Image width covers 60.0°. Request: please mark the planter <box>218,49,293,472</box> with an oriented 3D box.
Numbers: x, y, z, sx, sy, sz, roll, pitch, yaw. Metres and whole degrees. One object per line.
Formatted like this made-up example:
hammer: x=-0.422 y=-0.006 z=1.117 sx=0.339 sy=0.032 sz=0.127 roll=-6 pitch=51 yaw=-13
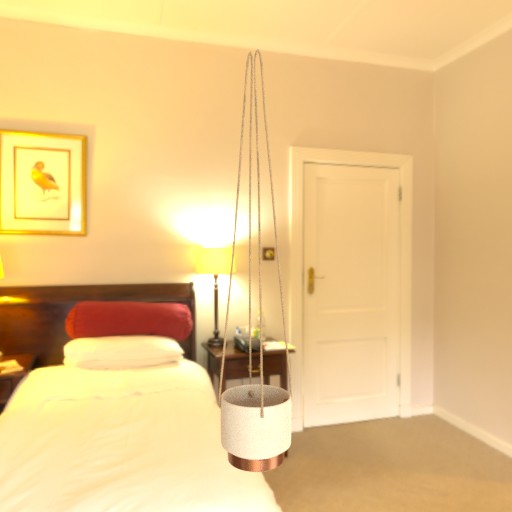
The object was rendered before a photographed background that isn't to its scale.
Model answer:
planter: x=0.000 y=0.000 z=0.912 sx=0.146 sy=0.841 sz=0.146 roll=1 pitch=1 yaw=35
